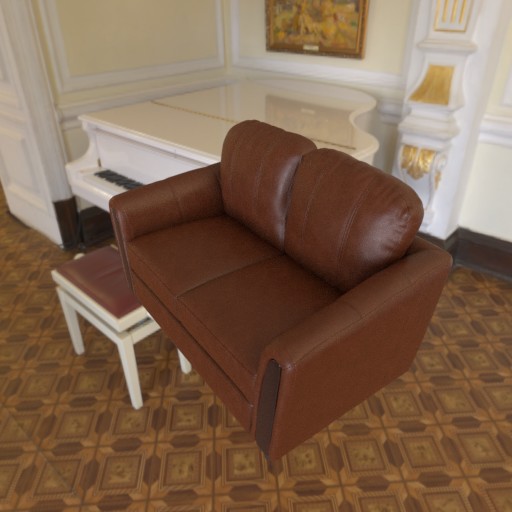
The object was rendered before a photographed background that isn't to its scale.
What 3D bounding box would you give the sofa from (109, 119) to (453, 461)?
[{"bbox_3d":[0.000,0.000,1.939,0.805,0.906,1.406,-21,37,-30],"label":"sofa"}]
